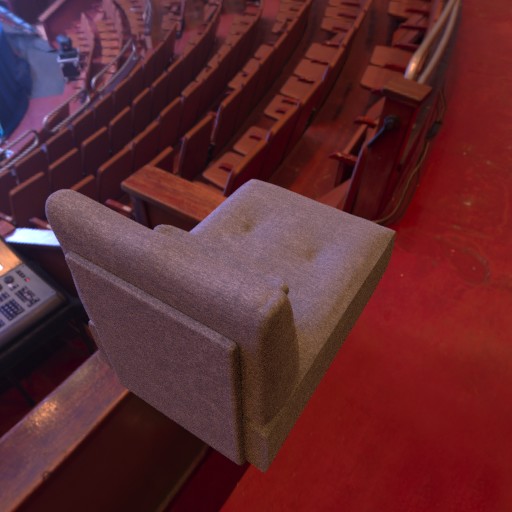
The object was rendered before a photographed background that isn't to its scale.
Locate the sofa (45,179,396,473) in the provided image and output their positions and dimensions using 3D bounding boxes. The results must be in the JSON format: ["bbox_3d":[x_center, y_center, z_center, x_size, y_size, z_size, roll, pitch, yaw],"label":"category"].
[{"bbox_3d":[0.000,0.000,1.525,0.700,0.820,1.000,25,50,23],"label":"sofa"}]
